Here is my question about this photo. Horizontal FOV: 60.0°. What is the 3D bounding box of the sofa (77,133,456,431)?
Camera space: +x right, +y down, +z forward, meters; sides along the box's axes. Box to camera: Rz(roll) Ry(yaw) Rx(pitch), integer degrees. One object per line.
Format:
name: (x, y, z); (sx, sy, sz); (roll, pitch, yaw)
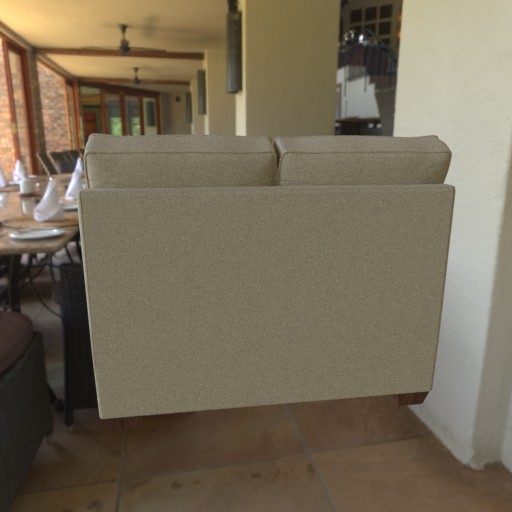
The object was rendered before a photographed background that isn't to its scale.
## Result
sofa: (0.000, 0.000, 1.929); (1.237, 1.008, 0.951); (-2, 14, -8)
